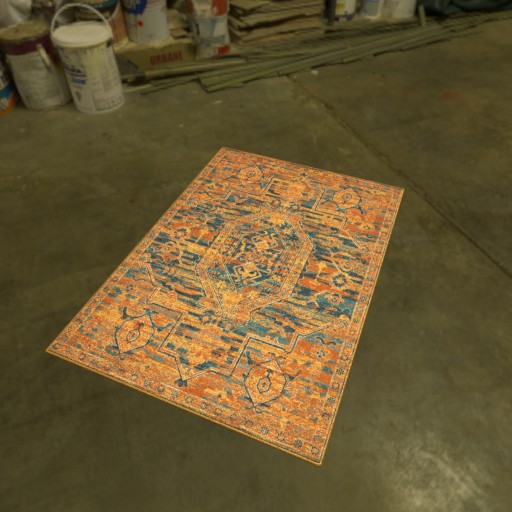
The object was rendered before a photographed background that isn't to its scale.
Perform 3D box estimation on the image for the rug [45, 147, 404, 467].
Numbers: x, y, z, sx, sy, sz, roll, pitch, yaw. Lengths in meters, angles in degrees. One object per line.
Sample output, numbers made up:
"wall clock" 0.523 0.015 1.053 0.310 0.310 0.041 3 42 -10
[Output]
"rug" 0.000 0.000 3.823 2.043 0.019 2.916 17 48 16
